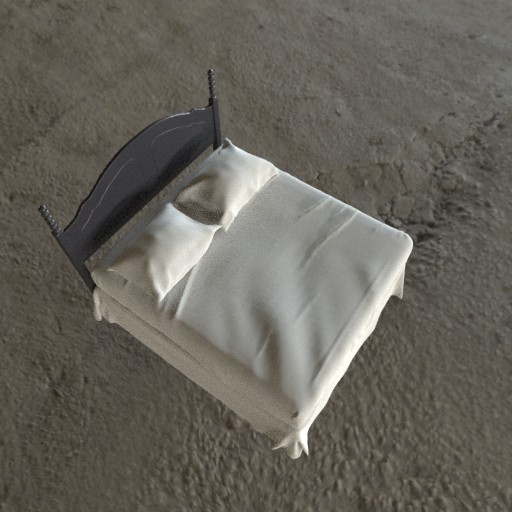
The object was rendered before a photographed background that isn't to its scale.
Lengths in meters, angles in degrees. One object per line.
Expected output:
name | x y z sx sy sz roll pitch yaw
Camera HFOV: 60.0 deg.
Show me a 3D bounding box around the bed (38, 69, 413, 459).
bed | 0.000 0.000 3.230 2.040 1.356 1.873 31 63 18
